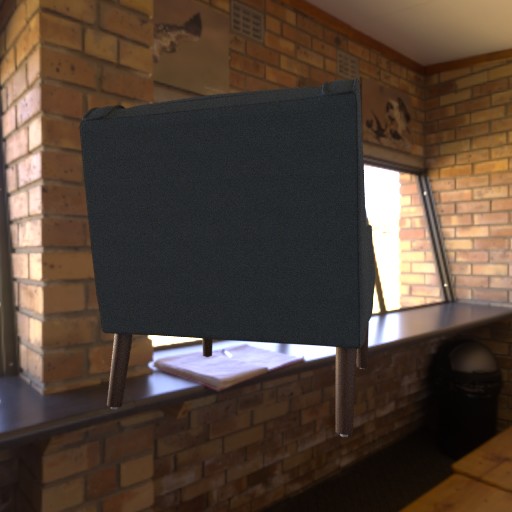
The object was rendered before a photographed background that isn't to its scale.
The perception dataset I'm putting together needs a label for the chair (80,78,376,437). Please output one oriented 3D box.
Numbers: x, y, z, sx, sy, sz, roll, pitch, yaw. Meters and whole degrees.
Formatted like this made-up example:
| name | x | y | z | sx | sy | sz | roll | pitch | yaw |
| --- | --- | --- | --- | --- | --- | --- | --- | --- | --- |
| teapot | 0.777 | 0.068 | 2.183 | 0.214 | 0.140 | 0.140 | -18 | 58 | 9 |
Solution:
| name | x | y | z | sx | sy | sz | roll | pitch | yaw |
| --- | --- | --- | --- | --- | --- | --- | --- | --- | --- |
| chair | 0.000 | 0.000 | 1.305 | 0.663 | 0.780 | 0.733 | 0 | 0 | 17 |
